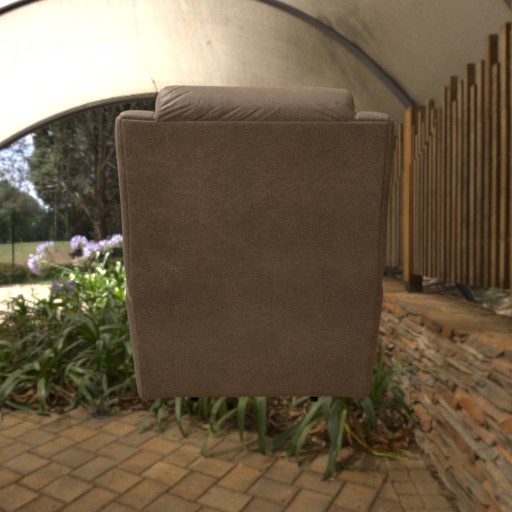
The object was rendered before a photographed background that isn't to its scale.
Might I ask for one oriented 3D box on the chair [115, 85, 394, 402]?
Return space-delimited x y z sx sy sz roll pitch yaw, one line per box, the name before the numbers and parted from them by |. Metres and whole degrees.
chair | 0.000 0.000 1.883 0.967 1.116 1.068 0 1 -1
